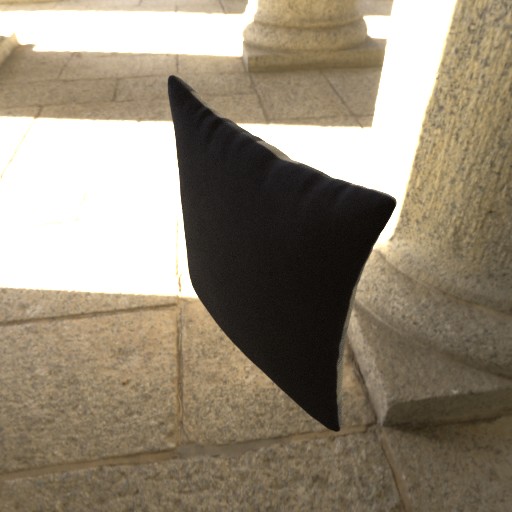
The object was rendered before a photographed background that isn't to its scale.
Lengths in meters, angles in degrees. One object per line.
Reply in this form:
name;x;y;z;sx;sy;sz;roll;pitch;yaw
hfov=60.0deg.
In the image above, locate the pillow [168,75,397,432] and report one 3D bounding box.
pillow;0.000;0.000;0.804;0.161;0.509;0.511;-26;47;-27
